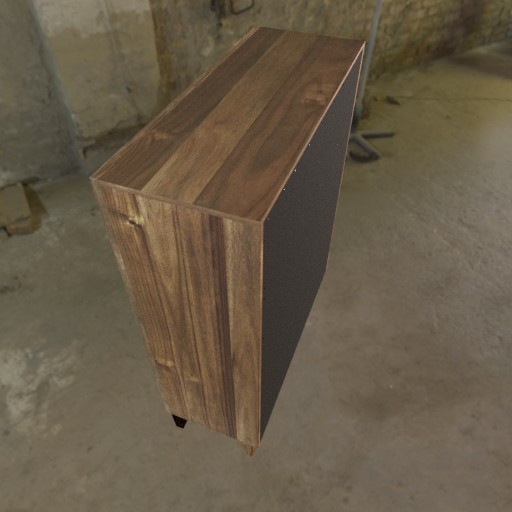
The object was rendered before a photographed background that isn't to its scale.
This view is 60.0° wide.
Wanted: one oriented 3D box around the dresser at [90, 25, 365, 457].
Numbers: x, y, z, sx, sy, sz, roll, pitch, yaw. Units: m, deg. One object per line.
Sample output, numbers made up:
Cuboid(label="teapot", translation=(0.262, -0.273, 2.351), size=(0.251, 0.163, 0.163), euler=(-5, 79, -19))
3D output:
Cuboid(label="dresser", translation=(0.000, 0.000, 1.825), size=(0.442, 1.393, 1.062), euler=(16, 48, 15))
